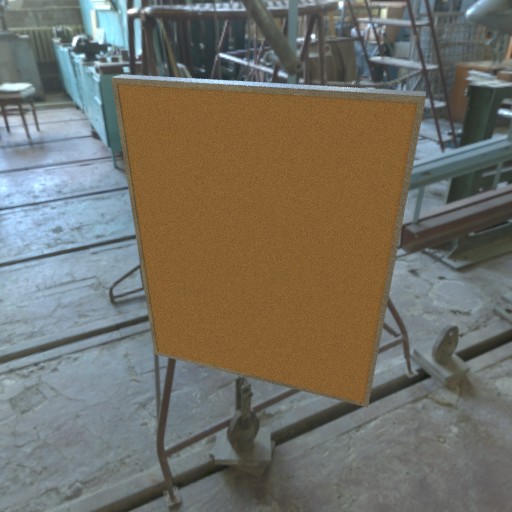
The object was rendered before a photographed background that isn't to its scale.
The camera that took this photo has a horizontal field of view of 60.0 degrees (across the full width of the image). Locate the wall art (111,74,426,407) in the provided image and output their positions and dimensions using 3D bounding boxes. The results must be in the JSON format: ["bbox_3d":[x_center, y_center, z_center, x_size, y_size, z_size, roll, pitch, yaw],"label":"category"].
[{"bbox_3d":[0.000,0.000,0.711,0.421,0.521,0.032,10,32,16],"label":"wall art"}]
